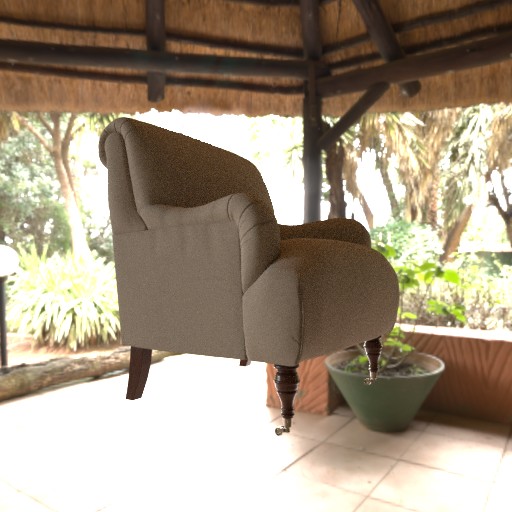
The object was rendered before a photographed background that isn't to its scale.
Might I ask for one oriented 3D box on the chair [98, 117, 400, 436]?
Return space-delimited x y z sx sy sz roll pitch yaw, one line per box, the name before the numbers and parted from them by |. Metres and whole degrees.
chair | 0.000 0.000 1.559 0.842 0.942 0.766 -1 -2 35
